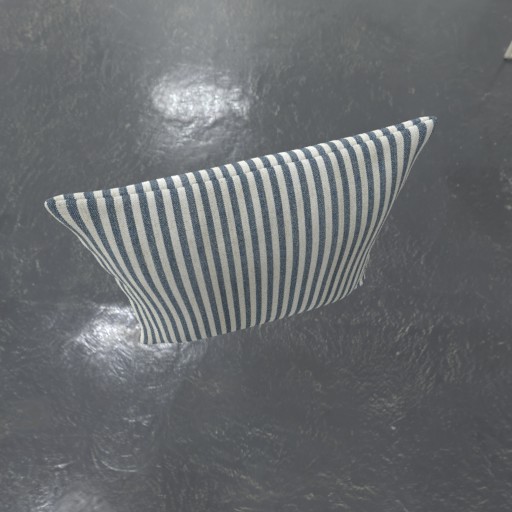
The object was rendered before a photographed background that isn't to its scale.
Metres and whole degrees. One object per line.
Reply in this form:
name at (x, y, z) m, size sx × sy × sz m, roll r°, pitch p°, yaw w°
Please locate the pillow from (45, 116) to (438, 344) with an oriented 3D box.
pillow at (0.000, 0.000, 0.779) m, size 0.523 × 0.510 × 0.166 m, roll -14°, pitch 60°, yaw -8°
